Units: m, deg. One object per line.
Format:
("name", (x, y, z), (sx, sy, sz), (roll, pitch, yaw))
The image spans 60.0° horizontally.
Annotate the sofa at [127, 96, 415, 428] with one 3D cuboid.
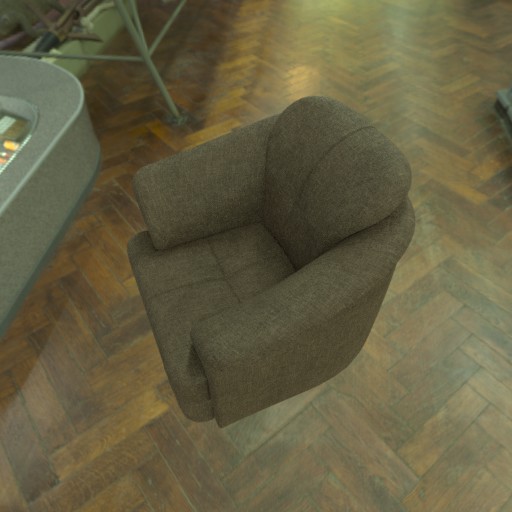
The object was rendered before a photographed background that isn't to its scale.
("sofa", (0.000, 0.000, 1.498), (0.794, 0.811, 0.870), (-18, 49, -16))
